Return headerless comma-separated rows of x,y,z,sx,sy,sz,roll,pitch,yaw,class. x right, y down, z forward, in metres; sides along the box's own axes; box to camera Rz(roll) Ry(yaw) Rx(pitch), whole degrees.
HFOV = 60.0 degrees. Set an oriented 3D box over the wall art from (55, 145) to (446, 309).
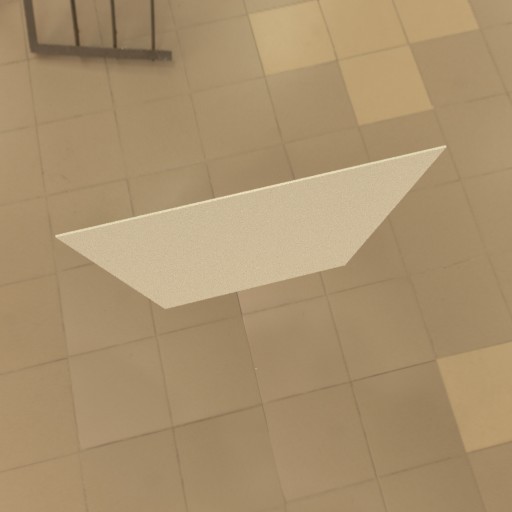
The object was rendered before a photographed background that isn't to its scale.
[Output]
0.000,0.000,0.799,0.457,0.609,0.003,-13,76,-3,wall art
